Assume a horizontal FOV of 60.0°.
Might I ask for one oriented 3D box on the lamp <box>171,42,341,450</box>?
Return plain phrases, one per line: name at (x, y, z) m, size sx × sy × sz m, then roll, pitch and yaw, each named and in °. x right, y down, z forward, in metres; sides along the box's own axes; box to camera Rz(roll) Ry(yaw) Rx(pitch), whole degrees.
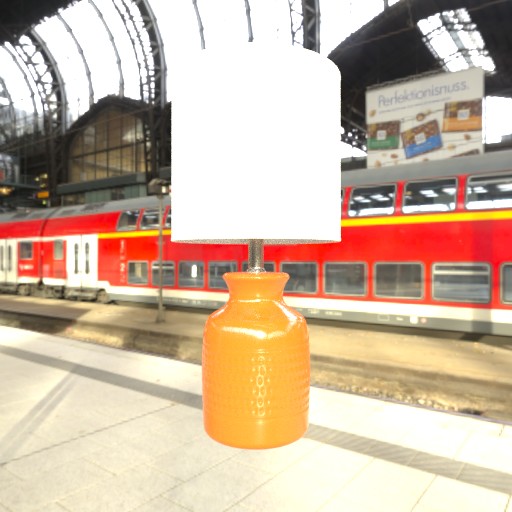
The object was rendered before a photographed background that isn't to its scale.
lamp at (0.000, 0.000, 1.112) m, size 0.418 × 0.871 × 0.418 m, roll 0°, pitch 0°, yaw 36°
